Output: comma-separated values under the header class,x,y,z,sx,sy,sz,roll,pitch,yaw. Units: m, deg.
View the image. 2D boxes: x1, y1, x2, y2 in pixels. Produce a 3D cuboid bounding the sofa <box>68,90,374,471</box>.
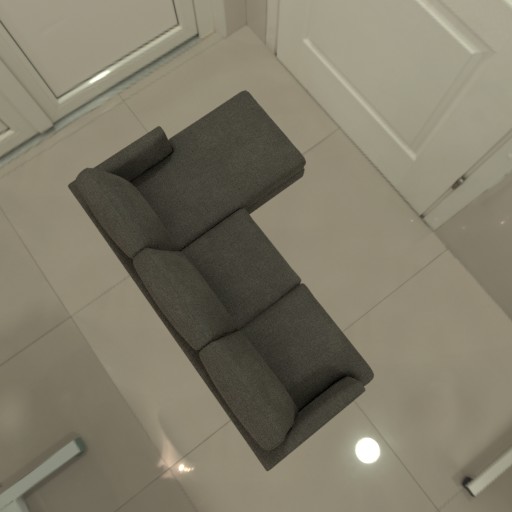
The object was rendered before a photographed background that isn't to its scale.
class,x,y,z,sx,sy,sz,roll,pitch,yaw
sofa,0.000,0.000,3.070,1.504,0.956,2.233,-36,78,-9
